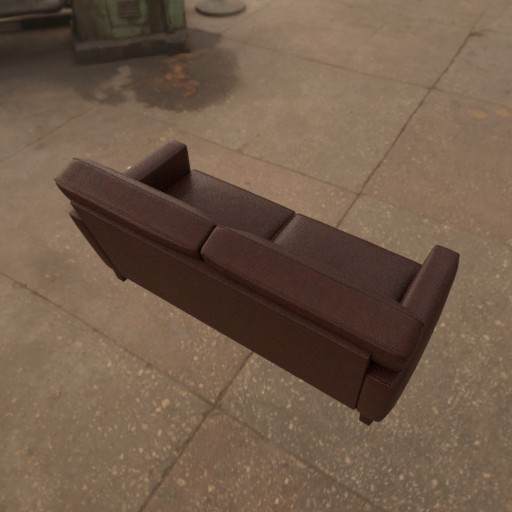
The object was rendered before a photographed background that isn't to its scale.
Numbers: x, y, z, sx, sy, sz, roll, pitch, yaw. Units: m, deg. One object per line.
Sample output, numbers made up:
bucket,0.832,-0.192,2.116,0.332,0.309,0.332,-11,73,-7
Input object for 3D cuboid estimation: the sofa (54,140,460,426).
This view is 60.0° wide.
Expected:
sofa,0.000,0.000,2.349,1.876,0.928,0.912,26,52,22
